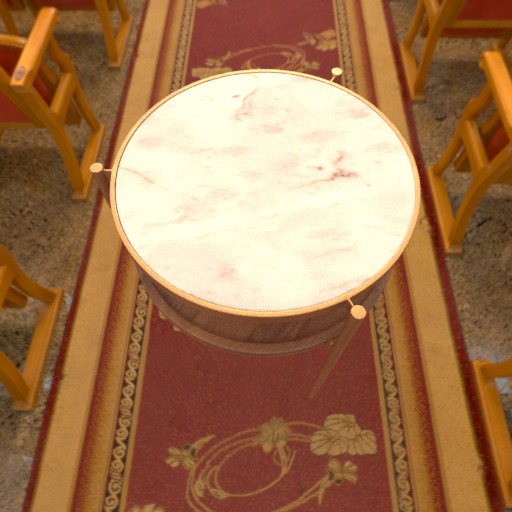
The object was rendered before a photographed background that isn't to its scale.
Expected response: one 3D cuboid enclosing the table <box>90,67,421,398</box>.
[{"bbox_3d":[0.000,0.000,0.823,0.456,0.493,0.430,1,62,1],"label":"table"}]
